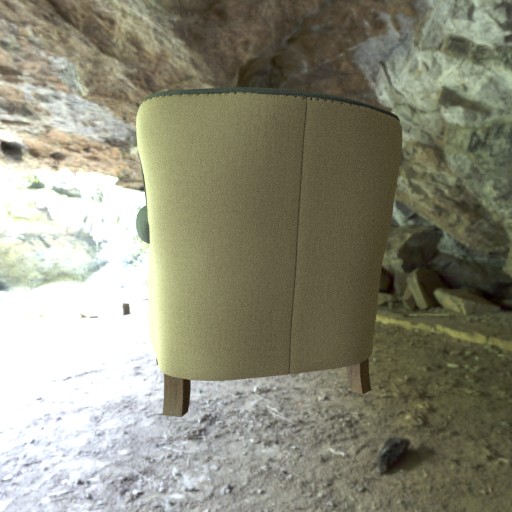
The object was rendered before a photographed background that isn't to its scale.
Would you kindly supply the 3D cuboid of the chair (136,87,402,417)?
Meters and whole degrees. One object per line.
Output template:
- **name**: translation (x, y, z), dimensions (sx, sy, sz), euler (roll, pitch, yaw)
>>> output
- **chair**: translation (0.000, 0.000, 1.626), dimensions (0.861, 0.936, 0.921), euler (0, 1, -17)
